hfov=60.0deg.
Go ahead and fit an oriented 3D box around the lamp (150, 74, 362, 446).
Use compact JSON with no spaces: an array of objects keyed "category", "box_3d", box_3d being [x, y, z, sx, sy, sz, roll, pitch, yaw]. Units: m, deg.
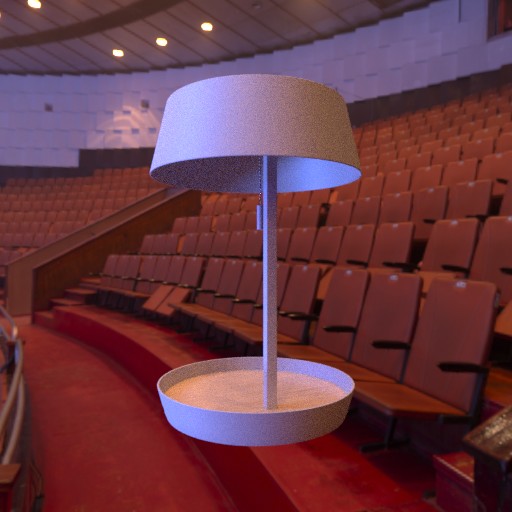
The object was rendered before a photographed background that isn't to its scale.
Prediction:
[{"category":"lamp","box_3d":[0.000,0.000,0.623,0.291,0.429,0.291,0,0,0]}]
